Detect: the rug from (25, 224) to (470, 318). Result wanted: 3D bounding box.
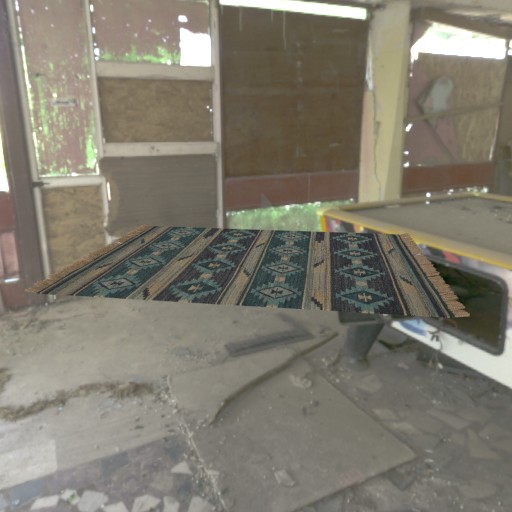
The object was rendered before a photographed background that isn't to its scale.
[{"bbox_3d":[0.000,0.000,4.344,3.307,0.047,2.418,2,17,8],"label":"rug"}]
